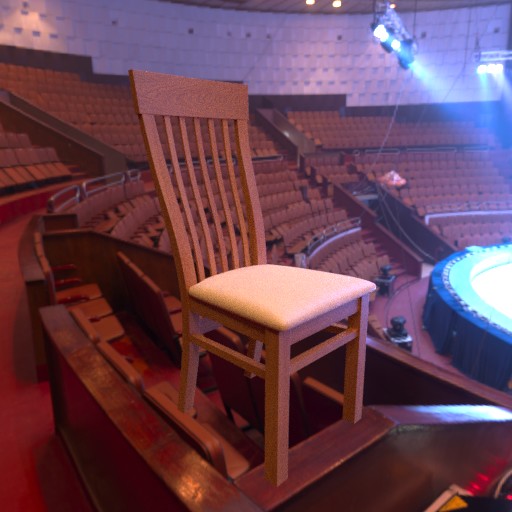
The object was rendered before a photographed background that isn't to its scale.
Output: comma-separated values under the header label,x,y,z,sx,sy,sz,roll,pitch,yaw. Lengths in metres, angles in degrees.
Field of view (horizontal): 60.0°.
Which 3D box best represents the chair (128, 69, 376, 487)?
label,x,y,z,sx,sy,sz,roll,pitch,yaw
chair,0.000,0.000,1.329,0.580,1.050,0.450,13,19,42
